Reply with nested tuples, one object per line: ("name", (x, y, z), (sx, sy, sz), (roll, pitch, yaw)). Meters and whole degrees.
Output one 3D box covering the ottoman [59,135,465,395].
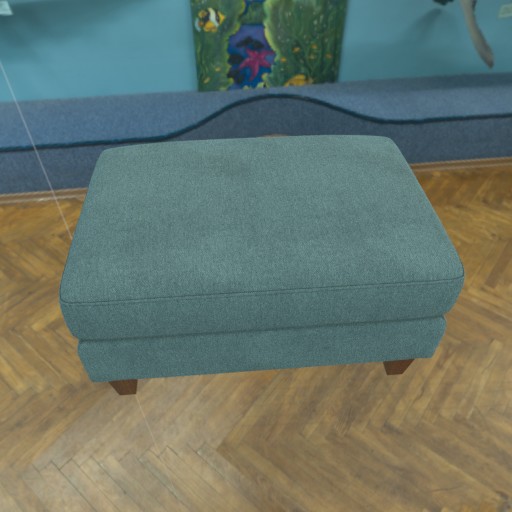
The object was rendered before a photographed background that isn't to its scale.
("ottoman", (0.000, 0.000, 1.207), (0.864, 0.483, 0.584), (-3, 46, -3))
